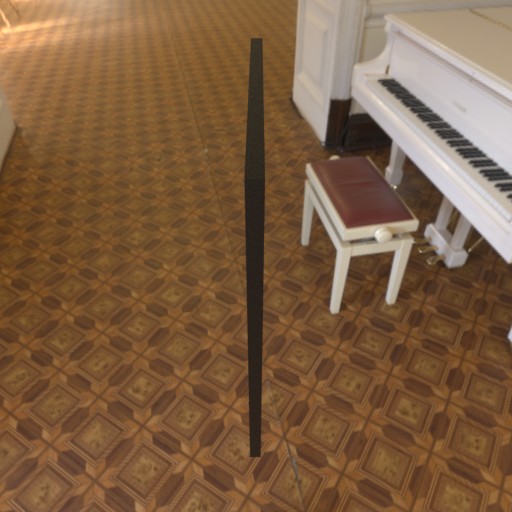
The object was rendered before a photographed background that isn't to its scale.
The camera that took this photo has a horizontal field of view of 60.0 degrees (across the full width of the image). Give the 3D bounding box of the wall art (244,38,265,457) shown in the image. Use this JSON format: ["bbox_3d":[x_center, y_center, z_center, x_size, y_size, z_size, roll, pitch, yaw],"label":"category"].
[{"bbox_3d":[0.000,0.000,1.411,0.036,1.070,0.802,0,42,0],"label":"wall art"}]
